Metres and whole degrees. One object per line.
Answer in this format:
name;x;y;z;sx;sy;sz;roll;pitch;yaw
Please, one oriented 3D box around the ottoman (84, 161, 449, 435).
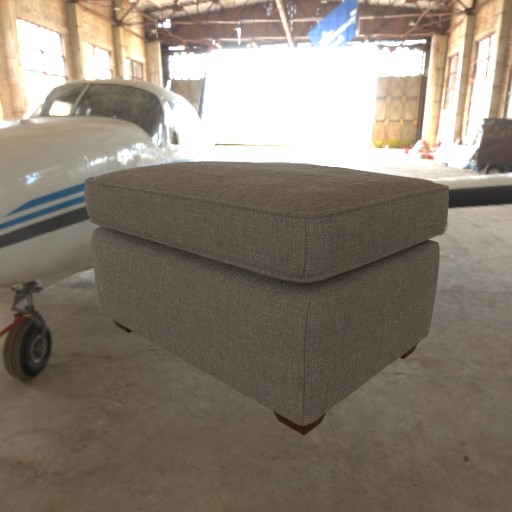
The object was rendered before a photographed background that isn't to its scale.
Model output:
ottoman;0.000;0.000;1.124;0.762;0.457;0.559;15;22;42
